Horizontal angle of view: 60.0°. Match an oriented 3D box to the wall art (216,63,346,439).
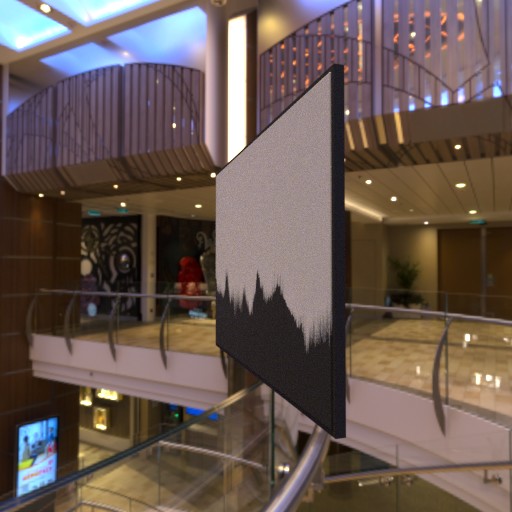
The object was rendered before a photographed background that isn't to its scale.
[{"bbox_3d":[0.000,0.000,1.517,0.028,0.805,1.190,0,-2,-17],"label":"wall art"}]
